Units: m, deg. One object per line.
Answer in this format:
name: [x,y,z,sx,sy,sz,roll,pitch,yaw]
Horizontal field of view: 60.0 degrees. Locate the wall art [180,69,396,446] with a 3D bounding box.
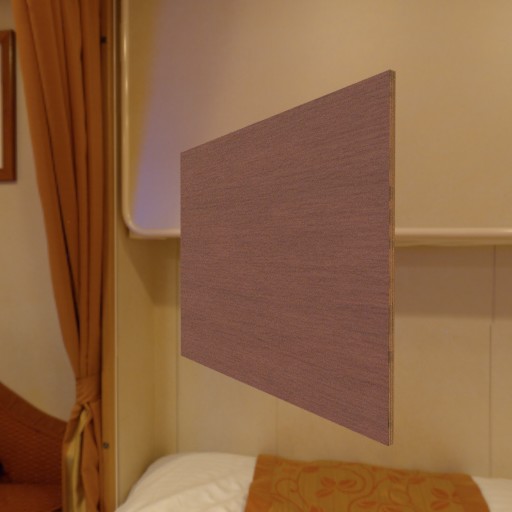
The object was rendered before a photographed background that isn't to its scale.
wall art: [0.000,0.000,0.689,0.010,0.408,0.508,-1,1,-36]
